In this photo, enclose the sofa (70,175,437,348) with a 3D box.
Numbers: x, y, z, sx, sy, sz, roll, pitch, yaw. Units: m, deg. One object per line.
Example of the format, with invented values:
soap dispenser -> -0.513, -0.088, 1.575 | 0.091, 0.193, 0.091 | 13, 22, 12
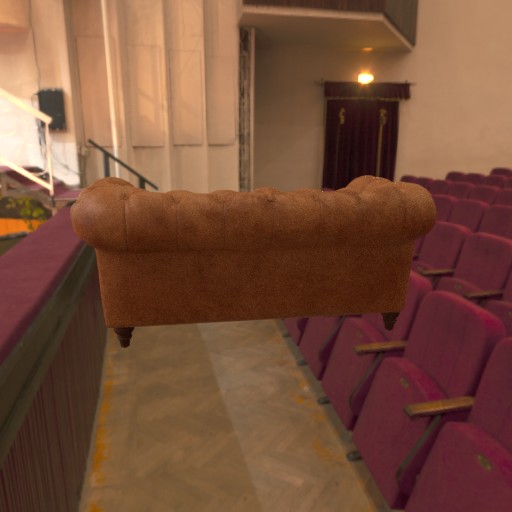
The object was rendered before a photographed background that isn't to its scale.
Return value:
sofa -> 0.000, 0.000, 2.593 | 1.979, 0.877, 1.042 | -2, 14, -9
